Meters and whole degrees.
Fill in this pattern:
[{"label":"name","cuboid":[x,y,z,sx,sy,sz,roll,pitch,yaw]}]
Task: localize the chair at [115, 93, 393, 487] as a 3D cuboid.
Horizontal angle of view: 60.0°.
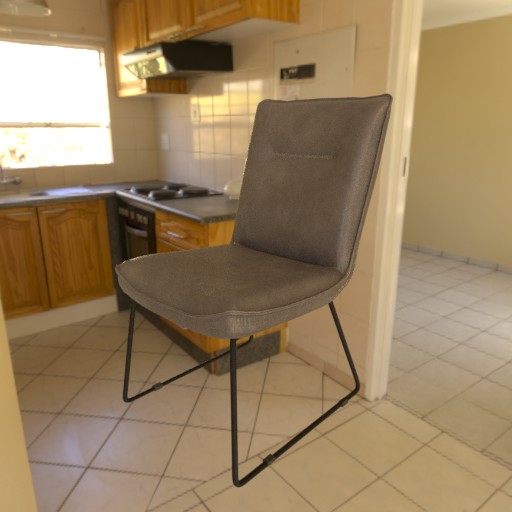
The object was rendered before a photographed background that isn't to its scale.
[{"label":"chair","cuboid":[0.000,0.000,1.331,0.515,0.932,0.688,15,22,41]}]
